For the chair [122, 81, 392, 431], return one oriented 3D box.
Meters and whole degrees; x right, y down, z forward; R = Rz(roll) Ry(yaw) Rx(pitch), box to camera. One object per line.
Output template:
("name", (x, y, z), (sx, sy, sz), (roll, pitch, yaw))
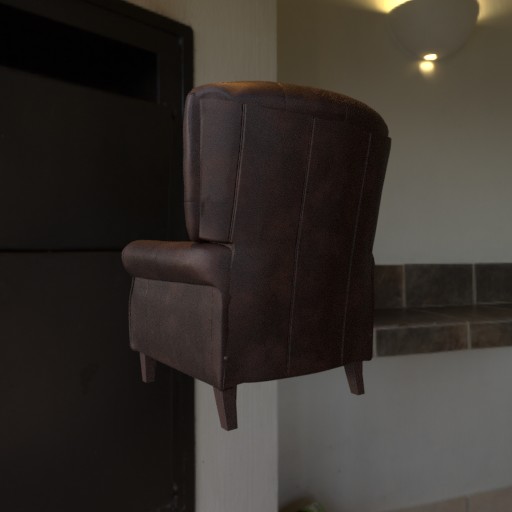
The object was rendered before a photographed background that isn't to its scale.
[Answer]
("chair", (0.000, 0.000, 1.904), (0.948, 1.158, 1.058), (0, 0, -36))
